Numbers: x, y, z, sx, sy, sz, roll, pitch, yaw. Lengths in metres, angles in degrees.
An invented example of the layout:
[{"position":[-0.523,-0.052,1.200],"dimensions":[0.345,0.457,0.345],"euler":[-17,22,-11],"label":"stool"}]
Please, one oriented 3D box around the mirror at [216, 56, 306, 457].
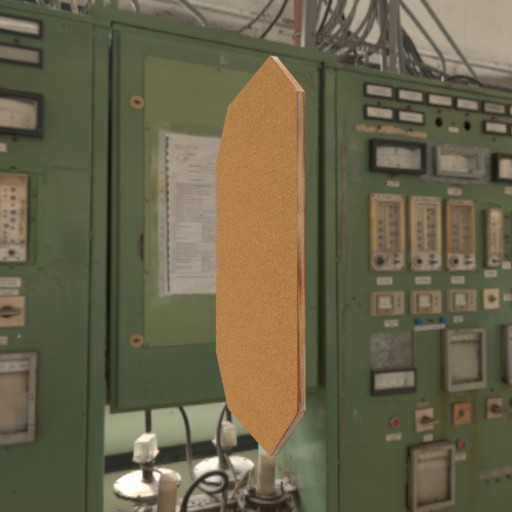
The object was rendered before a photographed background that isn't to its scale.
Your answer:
[{"position":[0.000,0.000,1.314],"dimensions":[0.061,1.015,0.709],"euler":[0,-1,-20],"label":"mirror"}]
